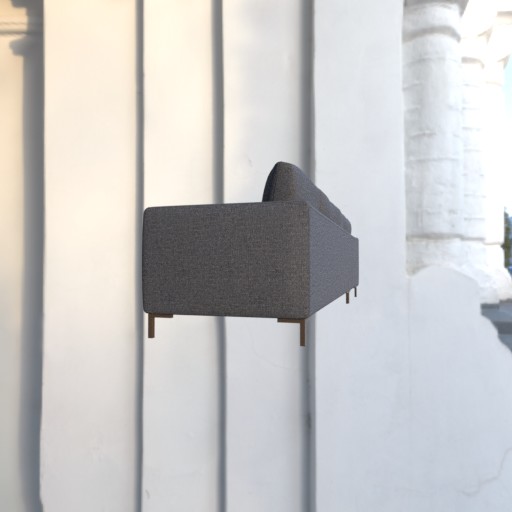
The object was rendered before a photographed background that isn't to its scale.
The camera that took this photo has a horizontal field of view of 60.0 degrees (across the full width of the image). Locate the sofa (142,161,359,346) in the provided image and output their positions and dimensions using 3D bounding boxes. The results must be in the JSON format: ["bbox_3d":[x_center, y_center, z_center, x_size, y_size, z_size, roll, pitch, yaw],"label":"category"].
[{"bbox_3d":[0.000,0.000,2.834,1.125,0.673,2.445,0,-1,17],"label":"sofa"}]
